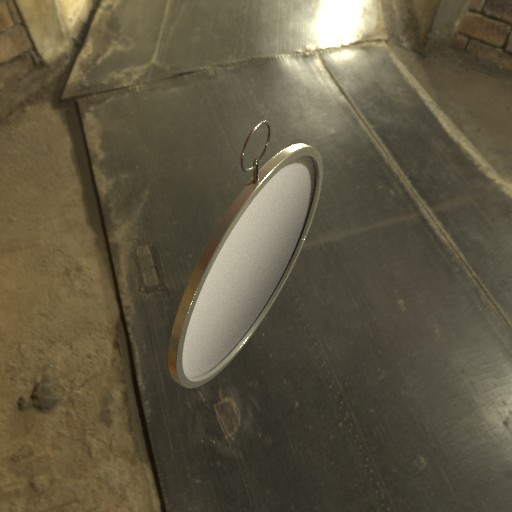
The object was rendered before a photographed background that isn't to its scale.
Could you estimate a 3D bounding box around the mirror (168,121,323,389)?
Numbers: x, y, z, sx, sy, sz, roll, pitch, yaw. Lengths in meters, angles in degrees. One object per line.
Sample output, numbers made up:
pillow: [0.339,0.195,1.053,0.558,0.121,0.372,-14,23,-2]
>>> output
mirror: [0.000,0.000,0.960,0.020,0.713,0.594,28,62,17]
